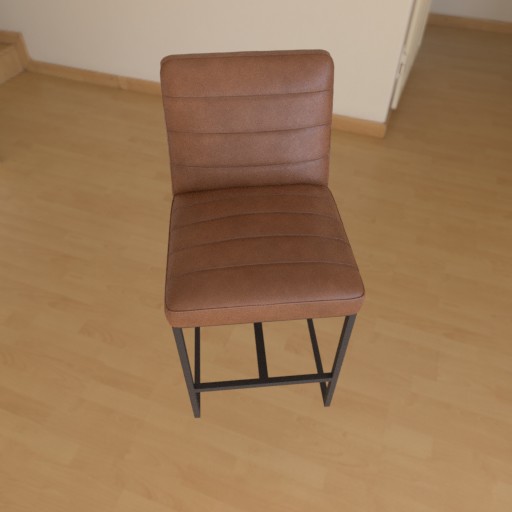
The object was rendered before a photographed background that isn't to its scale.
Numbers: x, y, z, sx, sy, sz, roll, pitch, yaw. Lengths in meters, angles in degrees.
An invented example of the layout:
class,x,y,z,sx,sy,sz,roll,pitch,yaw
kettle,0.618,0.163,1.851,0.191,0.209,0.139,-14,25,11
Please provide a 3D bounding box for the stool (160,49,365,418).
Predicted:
class,x,y,z,sx,sy,sz,roll,pitch,yaw
stool,0.000,0.000,1.257,0.458,0.940,0.556,-4,47,-3
